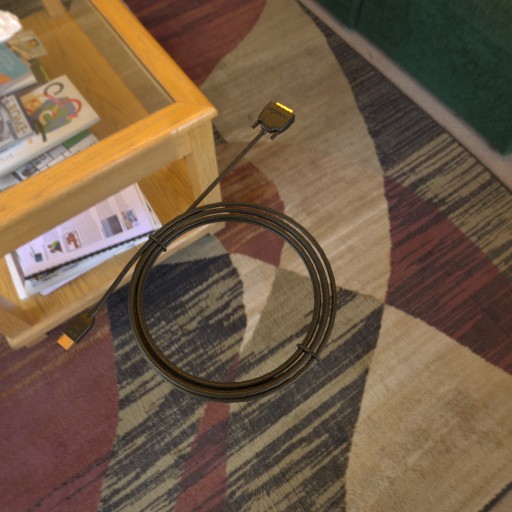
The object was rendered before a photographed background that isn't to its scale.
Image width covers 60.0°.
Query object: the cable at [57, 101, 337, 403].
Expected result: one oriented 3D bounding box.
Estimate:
[{"bbox_3d":[0.000,0.000,0.523,0.257,0.030,0.422,34,70,15],"label":"cable"}]
